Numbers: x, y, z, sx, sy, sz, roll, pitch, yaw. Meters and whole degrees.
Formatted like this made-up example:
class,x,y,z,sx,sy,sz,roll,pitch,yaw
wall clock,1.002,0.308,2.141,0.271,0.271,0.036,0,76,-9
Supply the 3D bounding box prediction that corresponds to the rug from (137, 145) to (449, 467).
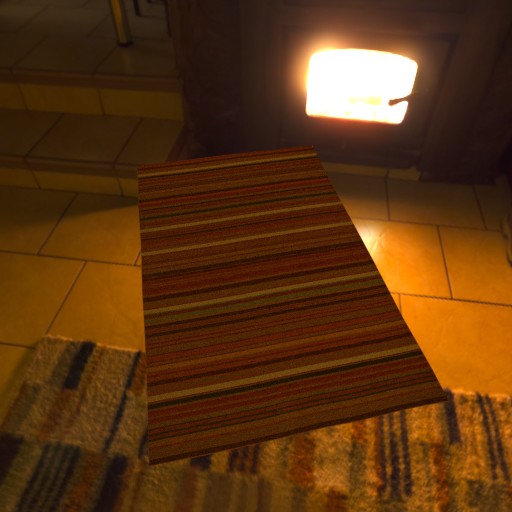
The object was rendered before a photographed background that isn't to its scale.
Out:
class,x,y,z,sx,sy,sz,roll,pitch,yaw
rug,0.000,0.000,2.985,1.523,0.008,2.438,-9,47,-8
